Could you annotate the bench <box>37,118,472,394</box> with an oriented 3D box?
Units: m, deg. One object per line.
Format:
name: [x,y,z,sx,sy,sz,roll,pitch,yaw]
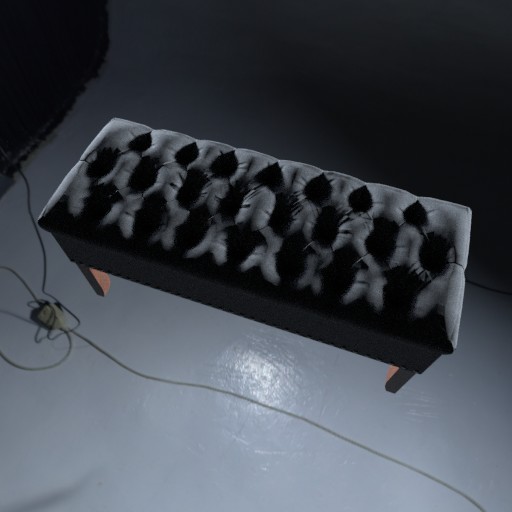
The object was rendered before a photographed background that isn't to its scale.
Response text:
bench: [0.000,0.000,1.310,1.052,0.470,0.417,16,60,10]
